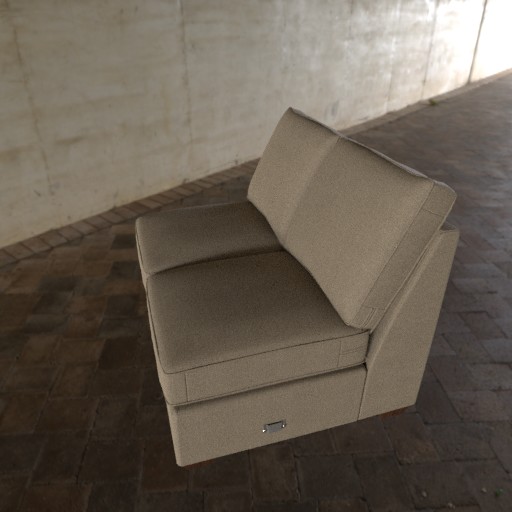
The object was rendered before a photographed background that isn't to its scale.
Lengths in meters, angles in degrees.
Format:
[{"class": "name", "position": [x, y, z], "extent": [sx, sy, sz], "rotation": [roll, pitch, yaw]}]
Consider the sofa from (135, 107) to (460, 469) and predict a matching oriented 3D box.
[{"class": "sofa", "position": [0.000, 0.000, 1.935], "extent": [0.978, 1.006, 1.232], "rotation": [-9, 30, -15]}]
